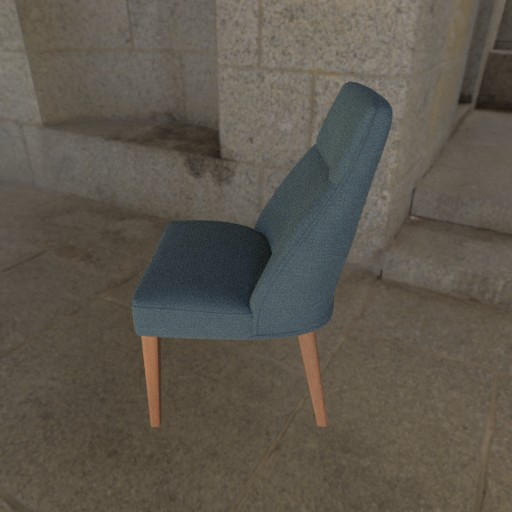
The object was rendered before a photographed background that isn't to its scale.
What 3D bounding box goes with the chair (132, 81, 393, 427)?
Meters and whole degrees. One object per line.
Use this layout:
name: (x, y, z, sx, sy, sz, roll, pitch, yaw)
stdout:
chair: (0.000, 0.000, 1.297, 0.620, 0.930, 0.500, 1, 28, 1)
